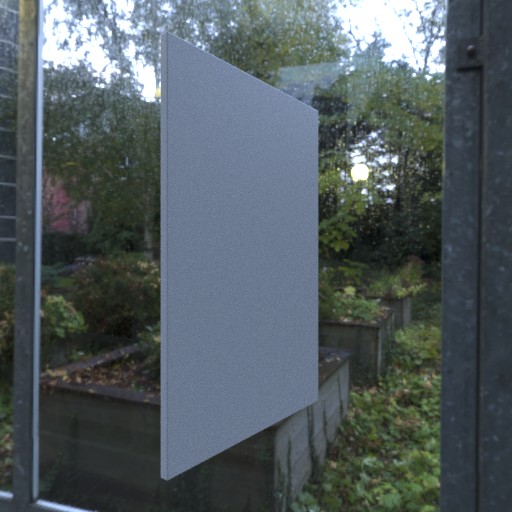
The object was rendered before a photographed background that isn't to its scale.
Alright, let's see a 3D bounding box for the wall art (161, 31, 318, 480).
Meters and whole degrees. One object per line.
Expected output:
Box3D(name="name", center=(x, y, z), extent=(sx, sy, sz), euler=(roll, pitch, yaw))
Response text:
Box3D(name="wall art", center=(0.000, 0.000, 0.608), extent=(0.011, 0.482, 0.329), euler=(0, 0, 37))
